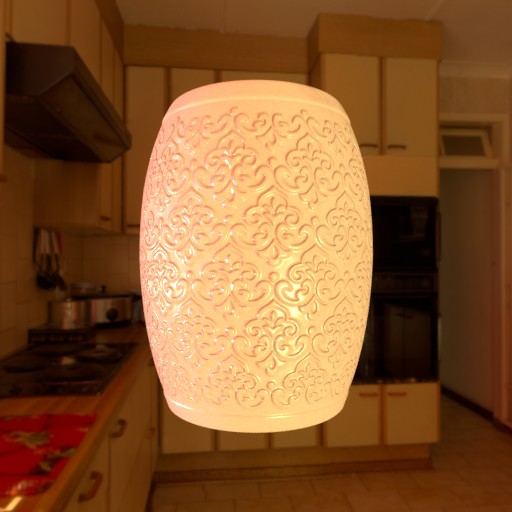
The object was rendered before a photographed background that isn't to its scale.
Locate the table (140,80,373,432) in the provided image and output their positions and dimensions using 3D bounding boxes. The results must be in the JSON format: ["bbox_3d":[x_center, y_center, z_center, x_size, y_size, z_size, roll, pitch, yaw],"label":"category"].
[{"bbox_3d":[0.000,0.000,0.607,0.309,0.397,0.309,0,0,0],"label":"table"}]
